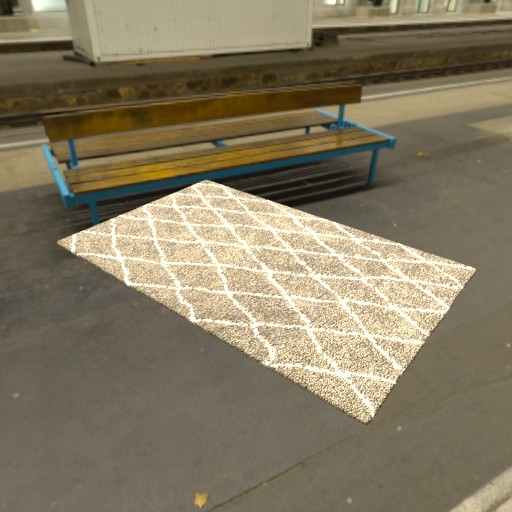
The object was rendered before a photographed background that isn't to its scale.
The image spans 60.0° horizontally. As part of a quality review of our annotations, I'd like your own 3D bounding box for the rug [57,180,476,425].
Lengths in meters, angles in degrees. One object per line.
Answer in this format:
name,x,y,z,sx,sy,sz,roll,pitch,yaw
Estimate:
rug,0.000,0.000,3.010,2.438,0.030,1.524,23,38,33
